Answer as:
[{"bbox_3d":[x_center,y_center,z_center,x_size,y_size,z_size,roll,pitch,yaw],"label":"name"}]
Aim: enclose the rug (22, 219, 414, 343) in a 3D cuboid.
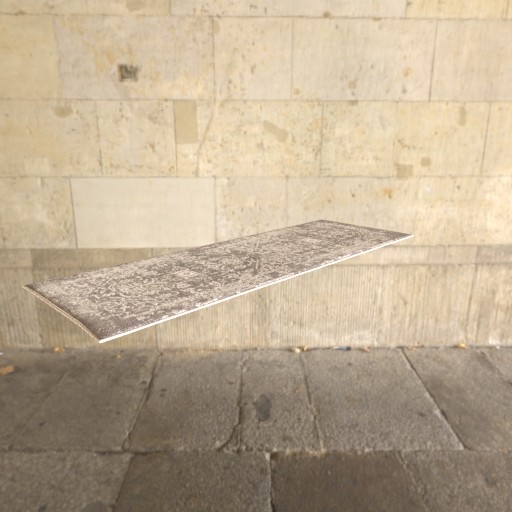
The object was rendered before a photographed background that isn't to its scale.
[{"bbox_3d":[0.000,0.000,2.727,0.855,0.017,2.452,15,22,43],"label":"rug"}]
